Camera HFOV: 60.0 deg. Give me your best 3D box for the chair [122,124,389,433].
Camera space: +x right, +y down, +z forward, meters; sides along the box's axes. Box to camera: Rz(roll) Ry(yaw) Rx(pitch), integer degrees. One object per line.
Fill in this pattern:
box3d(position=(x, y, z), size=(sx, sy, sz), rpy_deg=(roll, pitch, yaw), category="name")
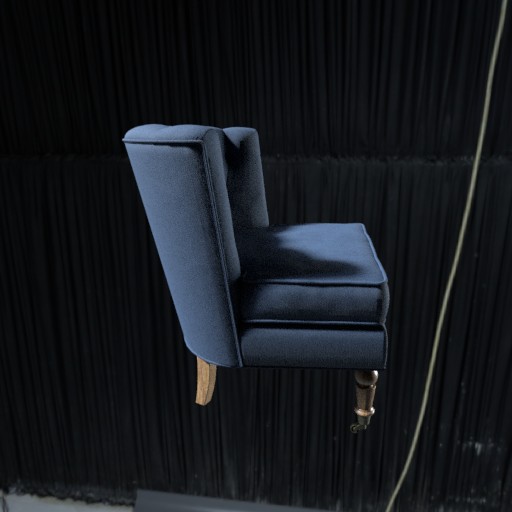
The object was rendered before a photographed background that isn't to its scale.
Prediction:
box3d(position=(0.000, 0.000, 1.362), size=(0.718, 0.771, 0.740), rpy_deg=(2, 16, 8), category="chair")
